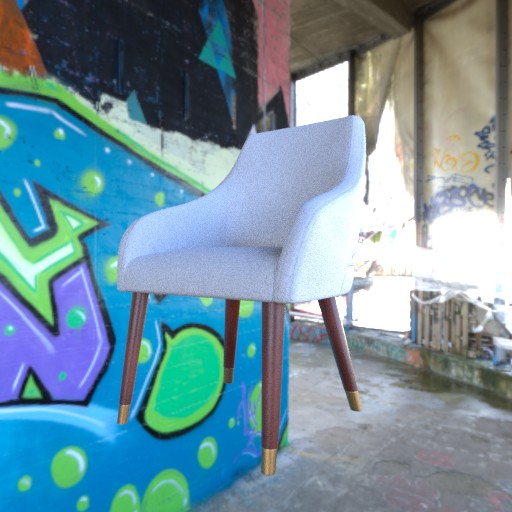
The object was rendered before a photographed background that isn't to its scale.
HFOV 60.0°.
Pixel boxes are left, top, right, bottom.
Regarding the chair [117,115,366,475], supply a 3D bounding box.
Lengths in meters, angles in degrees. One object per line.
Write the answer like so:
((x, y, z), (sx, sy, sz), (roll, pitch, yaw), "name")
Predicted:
((0.000, 0.000, 1.280), (0.609, 0.889, 0.600), (0, 0, 35), "chair")
